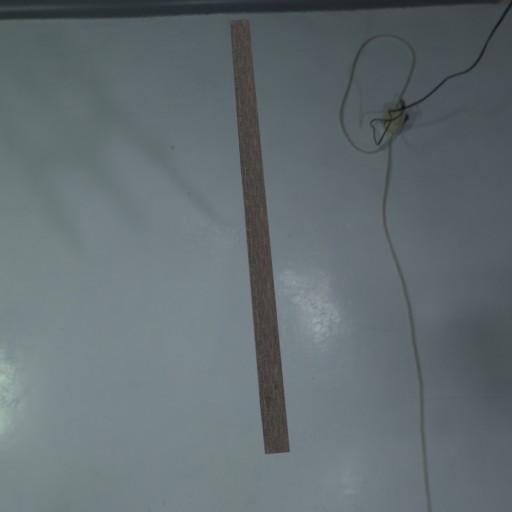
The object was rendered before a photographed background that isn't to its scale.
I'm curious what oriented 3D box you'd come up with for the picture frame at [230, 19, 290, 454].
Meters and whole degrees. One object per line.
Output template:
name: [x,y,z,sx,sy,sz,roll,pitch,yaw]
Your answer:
picture frame: [0.000,0.000,0.753,0.026,0.455,0.546,-5,76,-1]
